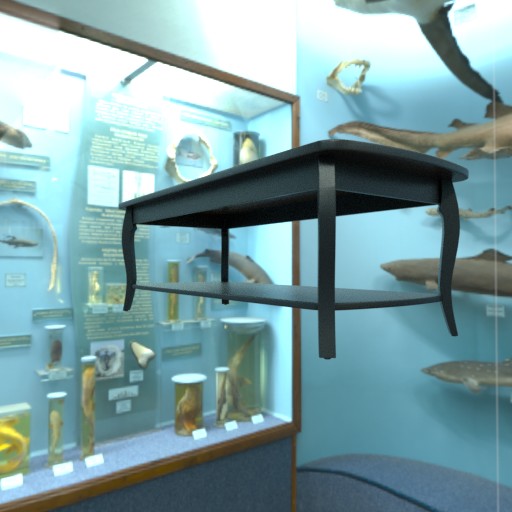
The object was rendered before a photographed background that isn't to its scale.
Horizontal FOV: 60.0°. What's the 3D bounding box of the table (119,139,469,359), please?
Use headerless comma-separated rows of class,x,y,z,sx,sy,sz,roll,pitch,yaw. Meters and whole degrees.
table,0.000,0.000,1.561,0.571,0.457,1.333,1,-1,-37
